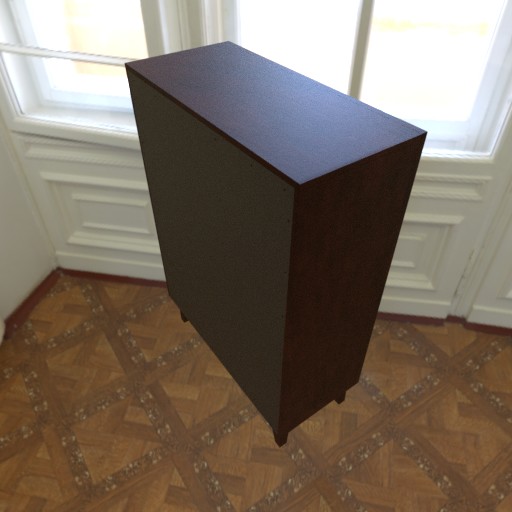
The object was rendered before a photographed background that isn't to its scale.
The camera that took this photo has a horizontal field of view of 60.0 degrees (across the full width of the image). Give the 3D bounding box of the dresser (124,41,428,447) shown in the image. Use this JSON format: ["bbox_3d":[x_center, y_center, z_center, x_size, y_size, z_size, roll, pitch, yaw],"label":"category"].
[{"bbox_3d":[0.000,0.000,2.028,0.506,1.514,1.072,-26,48,-26],"label":"dresser"}]
